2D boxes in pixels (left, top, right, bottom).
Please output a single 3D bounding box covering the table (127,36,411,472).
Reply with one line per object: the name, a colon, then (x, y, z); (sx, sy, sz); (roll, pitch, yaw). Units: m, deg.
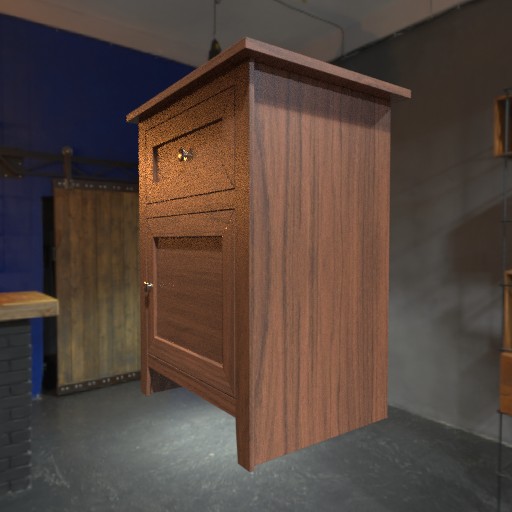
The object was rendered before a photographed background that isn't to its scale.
table: (0.000, 0.000, 0.936); (0.381, 0.636, 0.480); (-1, 2, -36)
